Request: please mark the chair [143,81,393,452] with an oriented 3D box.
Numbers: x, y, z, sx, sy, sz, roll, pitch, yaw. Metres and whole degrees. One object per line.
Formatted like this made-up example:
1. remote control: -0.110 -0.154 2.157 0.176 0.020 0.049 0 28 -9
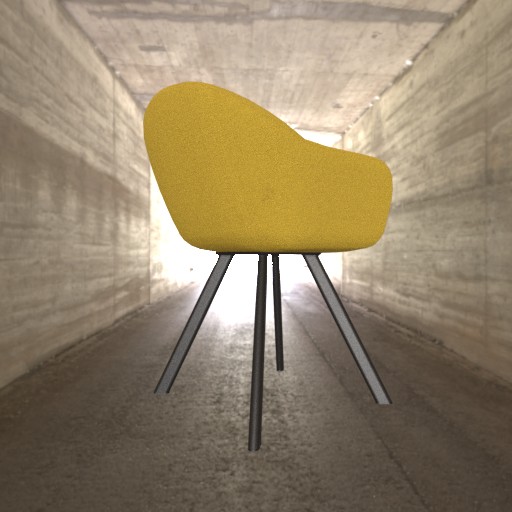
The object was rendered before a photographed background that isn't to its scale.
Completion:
1. chair: 0.000 0.000 1.181 0.565 0.775 0.545 0 0 -37
